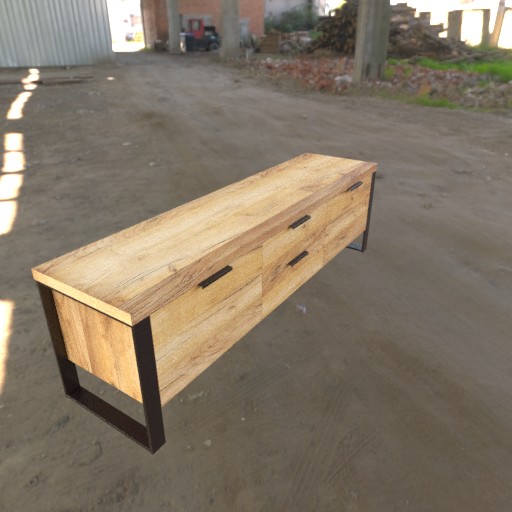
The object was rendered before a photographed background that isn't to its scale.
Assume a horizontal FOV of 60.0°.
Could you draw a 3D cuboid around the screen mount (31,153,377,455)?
[{"bbox_3d":[0.000,0.000,1.730,0.395,0.450,1.524,17,31,30],"label":"screen mount"}]
